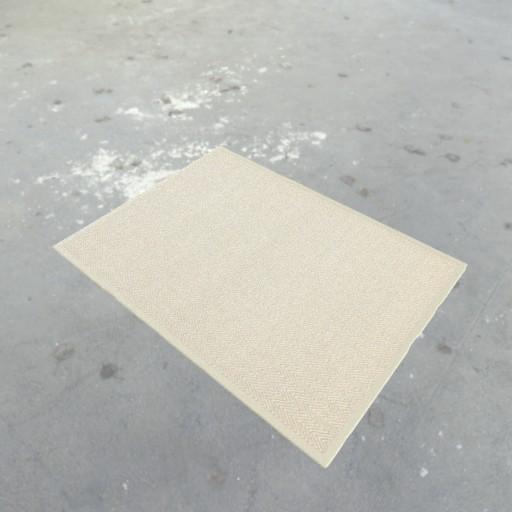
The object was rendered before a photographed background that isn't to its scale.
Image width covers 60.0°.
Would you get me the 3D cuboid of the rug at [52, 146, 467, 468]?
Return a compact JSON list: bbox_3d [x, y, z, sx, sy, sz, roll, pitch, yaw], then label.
[{"bbox_3d":[0.000,0.000,4.848,3.659,0.037,2.734,31,53,27],"label":"rug"}]
